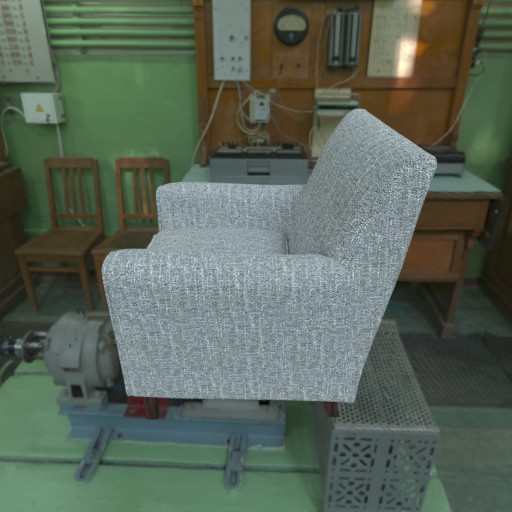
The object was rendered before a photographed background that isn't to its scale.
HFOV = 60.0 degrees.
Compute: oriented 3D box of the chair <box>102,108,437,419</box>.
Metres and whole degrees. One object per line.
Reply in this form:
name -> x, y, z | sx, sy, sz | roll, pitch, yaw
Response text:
chair -> 0.000, 0.000, 1.622 | 0.873, 0.928, 0.864 | 0, 26, 1
